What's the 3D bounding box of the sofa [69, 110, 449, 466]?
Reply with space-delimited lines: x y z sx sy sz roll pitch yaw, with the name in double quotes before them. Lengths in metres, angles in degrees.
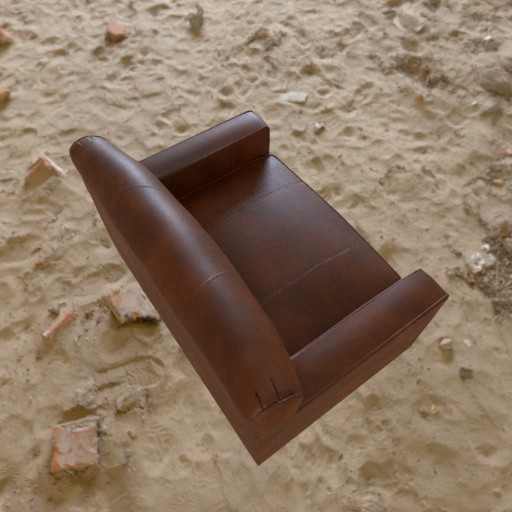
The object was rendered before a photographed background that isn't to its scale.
"sofa" 0.000 0.000 2.043 1.000 0.956 1.413 -31 62 -18
